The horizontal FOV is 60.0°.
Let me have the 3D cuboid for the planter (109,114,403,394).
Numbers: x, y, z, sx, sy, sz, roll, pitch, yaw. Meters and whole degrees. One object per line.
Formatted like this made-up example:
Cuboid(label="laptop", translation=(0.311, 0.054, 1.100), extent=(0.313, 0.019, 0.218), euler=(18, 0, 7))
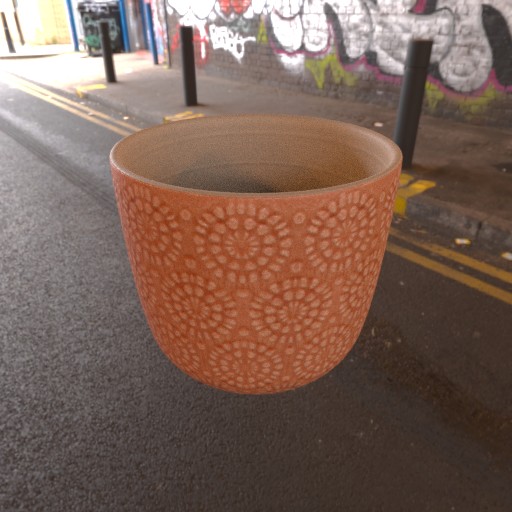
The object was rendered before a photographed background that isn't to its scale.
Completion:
Cuboid(label="planter", translation=(0.000, 0.000, 0.372), extent=(0.208, 0.190, 0.208), euler=(0, 29, 0))
